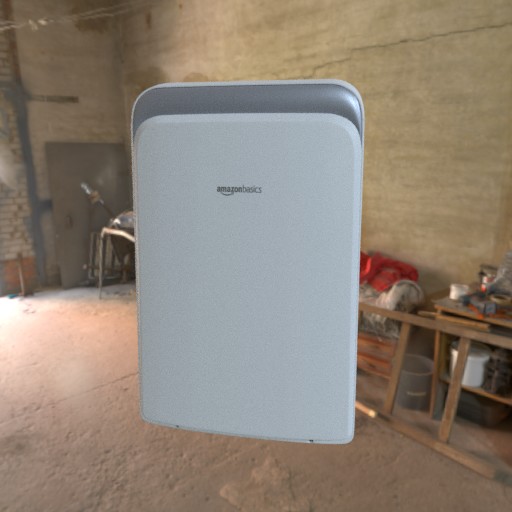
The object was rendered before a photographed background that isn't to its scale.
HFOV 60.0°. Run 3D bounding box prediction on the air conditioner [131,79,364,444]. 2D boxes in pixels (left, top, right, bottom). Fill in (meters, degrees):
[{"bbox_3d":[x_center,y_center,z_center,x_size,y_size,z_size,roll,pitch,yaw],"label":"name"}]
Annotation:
[{"bbox_3d":[0.000,0.000,0.945,0.454,0.700,0.365,2,14,10],"label":"air conditioner"}]
